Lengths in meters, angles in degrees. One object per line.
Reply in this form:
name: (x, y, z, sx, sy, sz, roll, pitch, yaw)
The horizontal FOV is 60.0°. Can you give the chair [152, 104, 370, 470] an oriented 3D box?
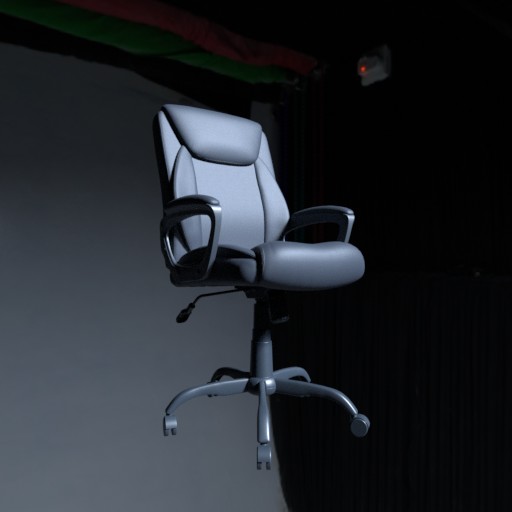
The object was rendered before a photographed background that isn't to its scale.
chair: (0.000, 0.000, 1.452, 0.615, 1.072, 0.655, 0, 1, -36)
